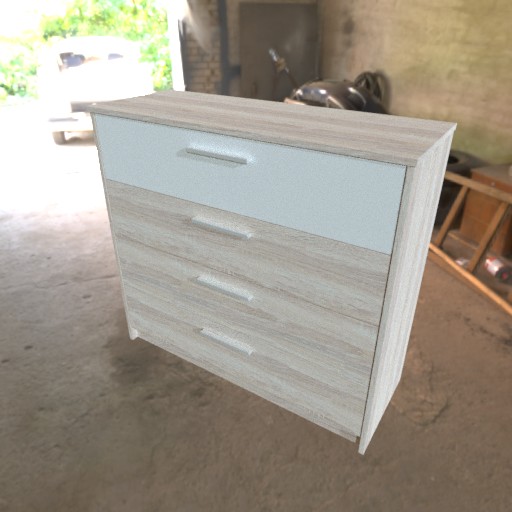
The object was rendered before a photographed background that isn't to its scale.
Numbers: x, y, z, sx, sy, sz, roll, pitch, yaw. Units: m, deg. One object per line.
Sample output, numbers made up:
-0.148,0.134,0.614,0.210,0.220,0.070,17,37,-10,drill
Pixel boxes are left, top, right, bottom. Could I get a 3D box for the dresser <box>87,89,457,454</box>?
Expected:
0.000,0.000,1.447,0.980,0.900,0.380,17,34,28,dresser
